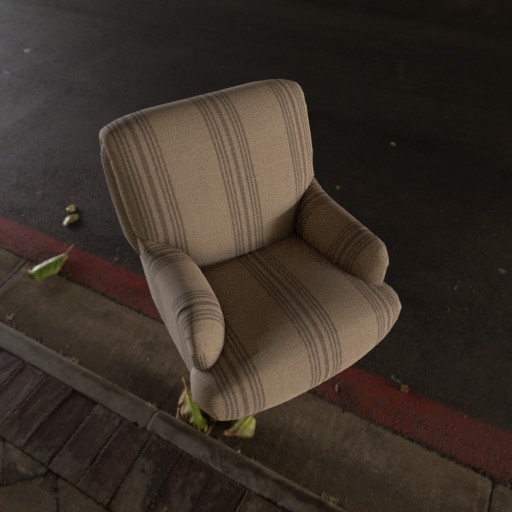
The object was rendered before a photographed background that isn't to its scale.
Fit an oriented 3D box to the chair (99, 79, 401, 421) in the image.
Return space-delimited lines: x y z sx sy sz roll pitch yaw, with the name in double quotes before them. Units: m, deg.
"chair" 0.000 0.000 1.623 0.813 0.940 0.914 -22 50 -20
